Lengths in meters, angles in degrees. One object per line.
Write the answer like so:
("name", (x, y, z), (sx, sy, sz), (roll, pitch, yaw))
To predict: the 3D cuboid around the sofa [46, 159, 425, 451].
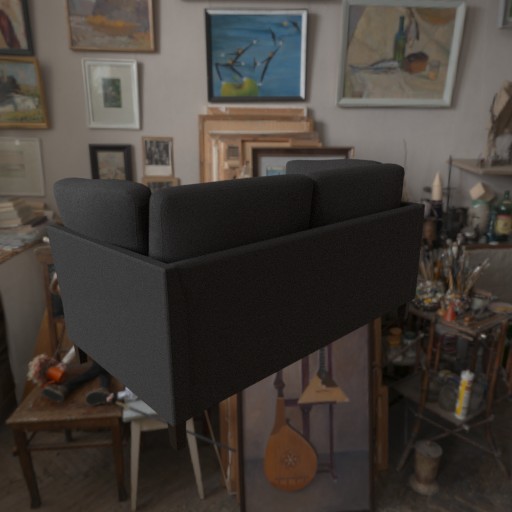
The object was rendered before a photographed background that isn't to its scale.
("sofa", (0.000, 0.000, 2.311), (1.751, 0.920, 0.969), (-15, 22, -41))
